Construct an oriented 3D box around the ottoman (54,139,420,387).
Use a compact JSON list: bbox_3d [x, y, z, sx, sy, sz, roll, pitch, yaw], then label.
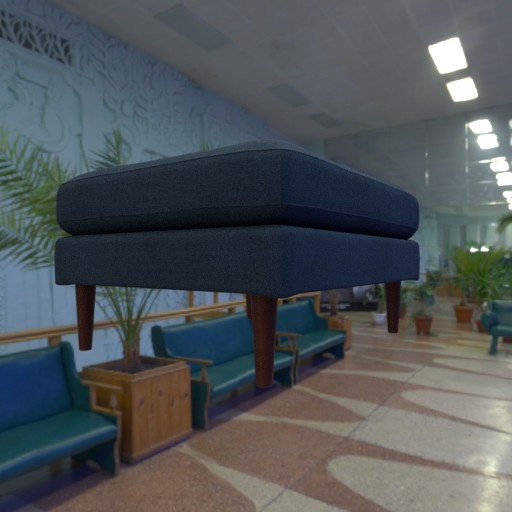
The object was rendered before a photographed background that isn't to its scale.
[{"bbox_3d":[0.000,0.000,1.251,0.693,0.474,0.821,0,-1,35],"label":"ottoman"}]
